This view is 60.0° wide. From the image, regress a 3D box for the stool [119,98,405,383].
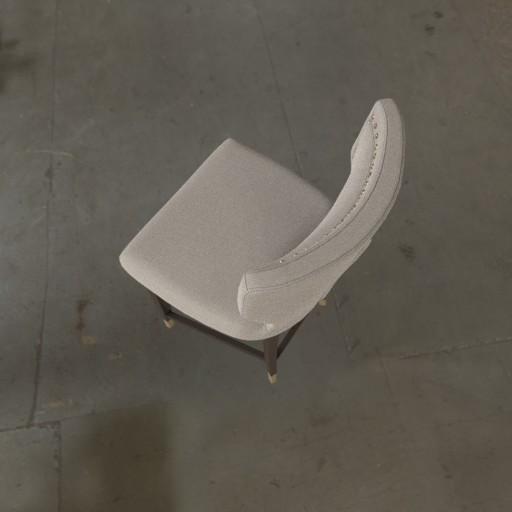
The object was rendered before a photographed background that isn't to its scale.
[{"bbox_3d":[0.000,0.000,1.292,0.563,0.982,0.527,32,68,15],"label":"stool"}]
